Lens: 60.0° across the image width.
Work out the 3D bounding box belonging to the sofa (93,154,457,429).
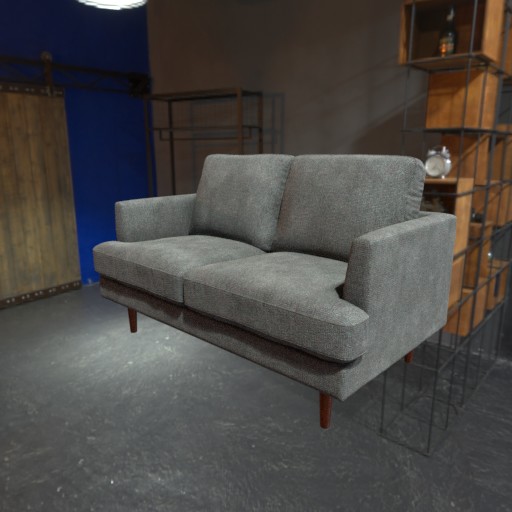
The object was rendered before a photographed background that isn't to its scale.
[{"bbox_3d":[0.000,0.000,2.136,1.582,0.956,0.903,12,18,41],"label":"sofa"}]
